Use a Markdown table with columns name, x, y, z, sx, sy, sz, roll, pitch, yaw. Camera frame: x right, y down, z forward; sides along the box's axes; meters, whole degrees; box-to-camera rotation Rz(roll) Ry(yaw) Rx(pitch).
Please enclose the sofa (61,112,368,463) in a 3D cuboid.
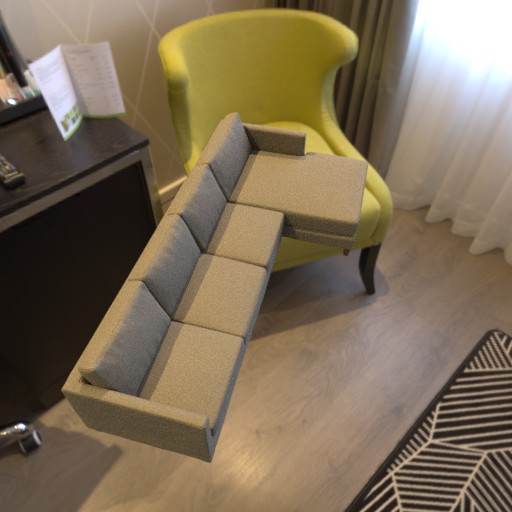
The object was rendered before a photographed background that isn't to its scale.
| name | x | y | z | sx | sy | sz | roll | pitch | yaw |
| --- | --- | --- | --- | --- | --- | --- | --- | --- | --- |
| sofa | 0.000 | 0.000 | 3.752 | 1.625 | 0.861 | 3.186 | 11 | 49 | 10 |
